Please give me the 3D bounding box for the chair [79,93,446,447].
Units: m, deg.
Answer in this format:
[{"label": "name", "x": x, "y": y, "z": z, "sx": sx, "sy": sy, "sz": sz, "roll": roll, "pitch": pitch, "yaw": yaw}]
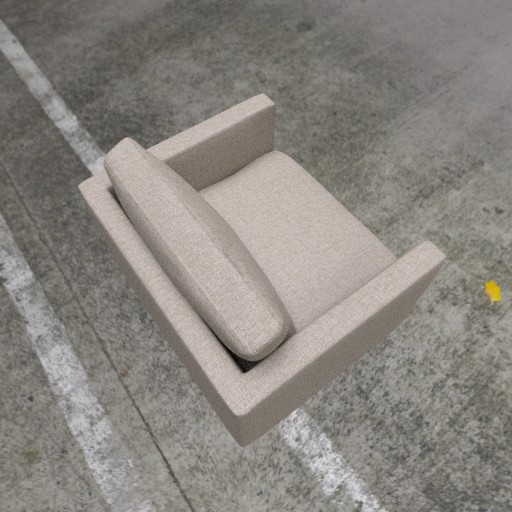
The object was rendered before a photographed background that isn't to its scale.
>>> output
[{"label": "chair", "x": 0.000, "y": 0.000, "z": 1.870, "sx": 0.959, "sy": 0.961, "sz": 1.107, "roll": -32, "pitch": 64, "yaw": -18}]
